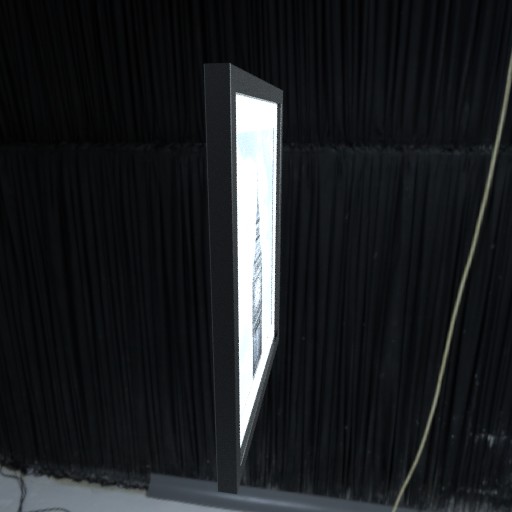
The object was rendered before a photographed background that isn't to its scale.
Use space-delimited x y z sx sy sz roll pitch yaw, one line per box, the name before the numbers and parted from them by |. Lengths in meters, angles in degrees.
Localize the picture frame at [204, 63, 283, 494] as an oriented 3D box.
picture frame | 0.000 0.000 0.757 0.028 0.556 0.460 3 17 10
